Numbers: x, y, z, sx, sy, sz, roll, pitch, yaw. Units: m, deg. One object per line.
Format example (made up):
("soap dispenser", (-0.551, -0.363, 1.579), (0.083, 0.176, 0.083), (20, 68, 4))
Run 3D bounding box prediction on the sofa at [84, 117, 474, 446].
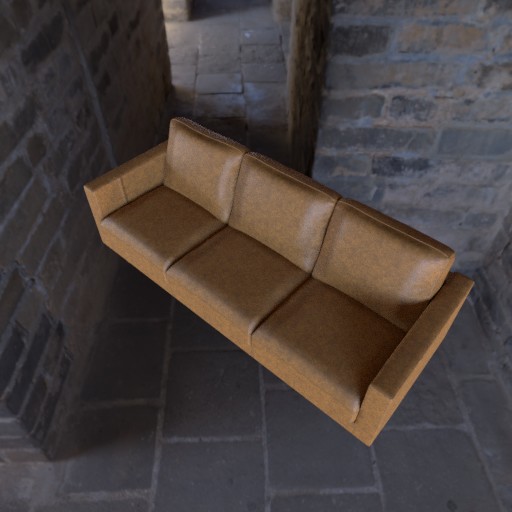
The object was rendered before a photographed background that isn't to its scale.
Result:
("sofa", (0.000, 0.000, 2.724), (2.231, 0.930, 0.903), (32, 54, 27))
